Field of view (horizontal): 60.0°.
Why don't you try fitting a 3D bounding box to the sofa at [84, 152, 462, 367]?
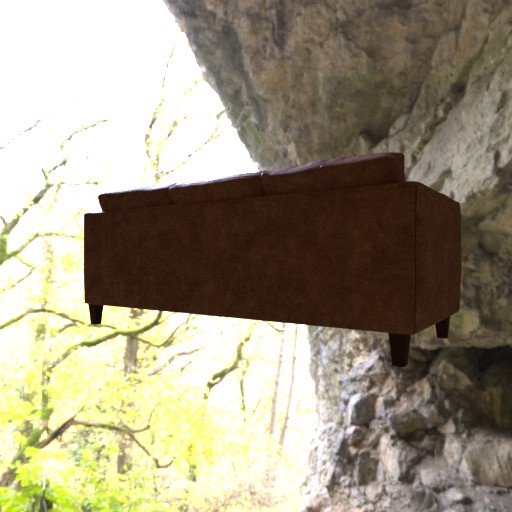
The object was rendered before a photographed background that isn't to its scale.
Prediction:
[{"bbox_3d":[0.000,0.000,3.040,2.464,1.006,1.045,0,0,35],"label":"sofa"}]
